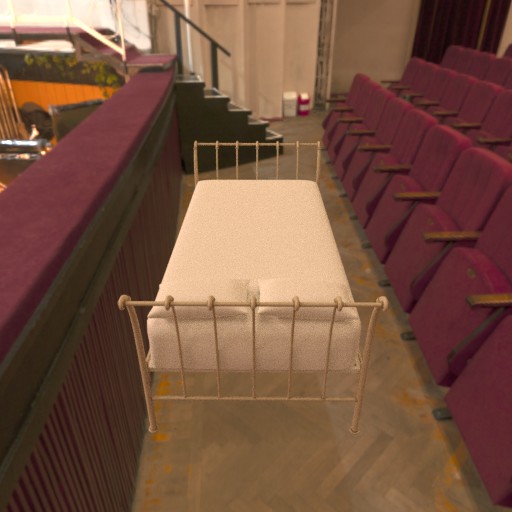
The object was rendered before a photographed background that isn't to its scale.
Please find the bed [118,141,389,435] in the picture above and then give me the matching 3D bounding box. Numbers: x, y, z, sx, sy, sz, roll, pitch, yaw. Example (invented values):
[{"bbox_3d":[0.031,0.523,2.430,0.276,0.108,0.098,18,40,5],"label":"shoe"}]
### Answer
[{"bbox_3d":[0.000,0.000,2.805,1.032,0.873,2.228,0,30,0],"label":"bed"}]
